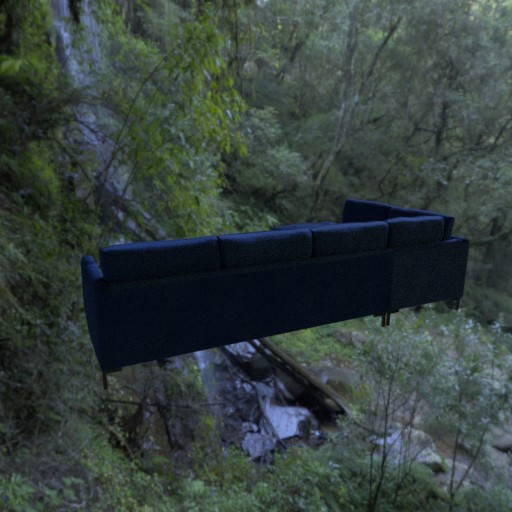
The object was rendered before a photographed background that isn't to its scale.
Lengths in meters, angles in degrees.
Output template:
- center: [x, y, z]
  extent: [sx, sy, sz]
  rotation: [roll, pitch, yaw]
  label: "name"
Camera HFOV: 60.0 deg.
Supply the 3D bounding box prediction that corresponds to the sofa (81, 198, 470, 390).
- center: [0.000, 0.000, 3.891]
  extent: [2.949, 0.815, 2.007]
  rotation: [-7, 16, -25]
  label: "sofa"
